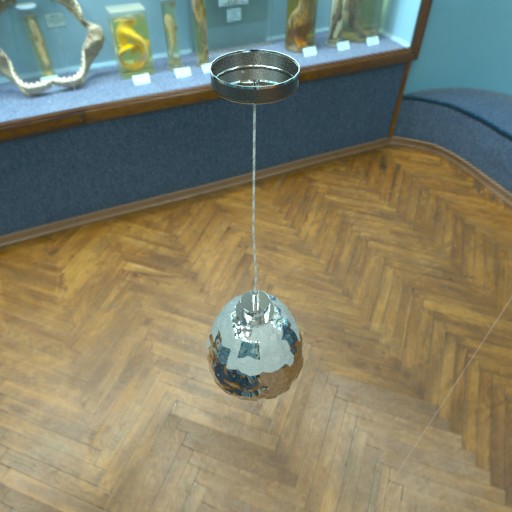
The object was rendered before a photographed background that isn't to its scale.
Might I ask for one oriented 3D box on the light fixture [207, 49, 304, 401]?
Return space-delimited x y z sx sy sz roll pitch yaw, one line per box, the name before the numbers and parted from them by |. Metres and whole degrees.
light fixture | 0.000 0.000 1.779 0.500 1.511 0.496 -17 48 -16
